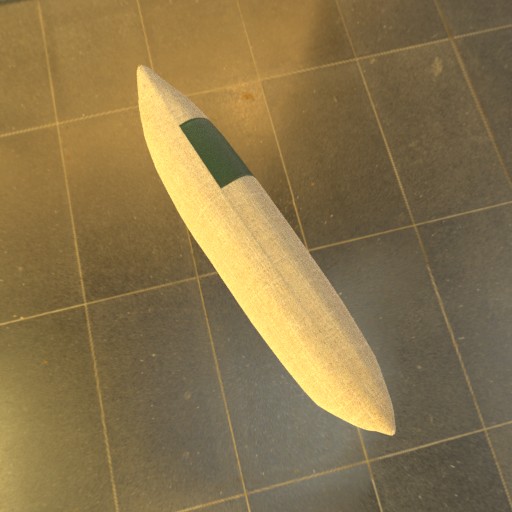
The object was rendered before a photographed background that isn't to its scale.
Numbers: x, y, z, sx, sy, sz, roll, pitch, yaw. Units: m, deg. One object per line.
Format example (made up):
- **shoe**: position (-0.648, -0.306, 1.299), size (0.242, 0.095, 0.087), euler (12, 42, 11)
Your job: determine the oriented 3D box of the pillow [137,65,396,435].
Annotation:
- **pillow**: position (0.000, 0.000, 1.036), size (0.197, 0.429, 0.859), euler (-33, 78, -8)
